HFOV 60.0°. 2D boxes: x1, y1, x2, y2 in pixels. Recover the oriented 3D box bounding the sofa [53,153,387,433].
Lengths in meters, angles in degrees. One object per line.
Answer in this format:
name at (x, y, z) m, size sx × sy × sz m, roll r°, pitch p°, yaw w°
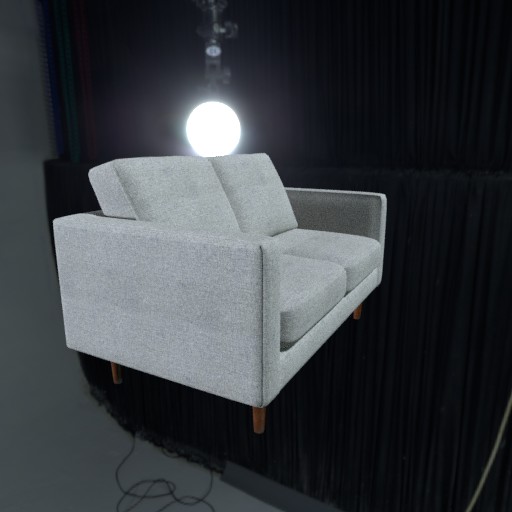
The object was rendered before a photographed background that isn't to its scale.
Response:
sofa at (0.000, 0.000, 2.202) m, size 0.969 × 0.973 × 1.527 m, roll 8°, pitch 16°, yaw 28°
